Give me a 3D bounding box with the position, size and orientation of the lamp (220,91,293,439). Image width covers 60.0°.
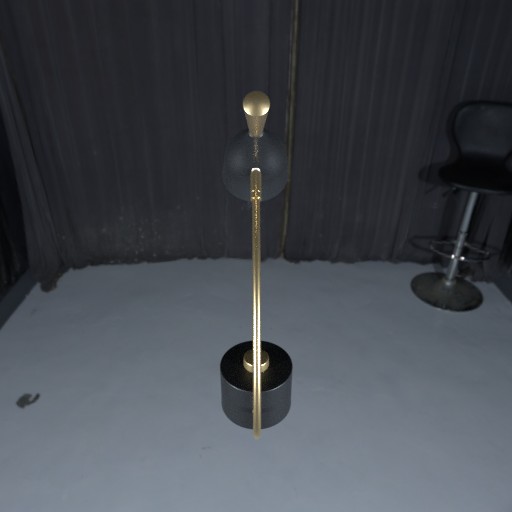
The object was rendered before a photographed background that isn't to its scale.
[{"bbox_3d":[0.000,0.000,0.630,0.110,0.464,0.352,0,30,0],"label":"lamp"}]
